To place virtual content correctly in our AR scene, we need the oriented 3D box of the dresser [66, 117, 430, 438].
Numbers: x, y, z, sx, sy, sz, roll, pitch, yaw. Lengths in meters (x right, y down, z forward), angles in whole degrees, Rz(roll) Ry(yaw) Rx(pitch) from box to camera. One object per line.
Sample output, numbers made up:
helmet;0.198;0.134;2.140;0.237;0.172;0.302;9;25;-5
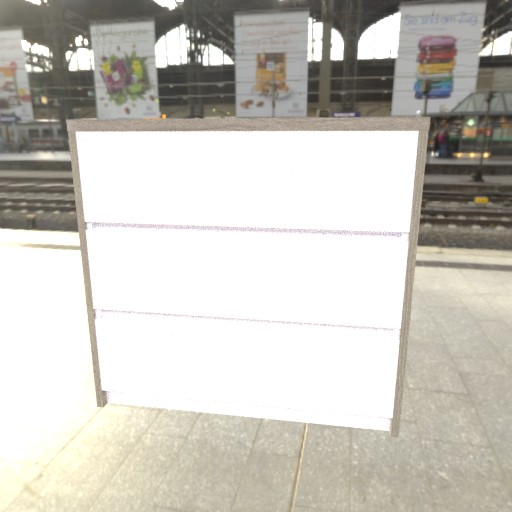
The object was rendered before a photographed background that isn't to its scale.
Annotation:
dresser;0.000;0.000;1.319;0.809;0.762;0.529;2;15;9
